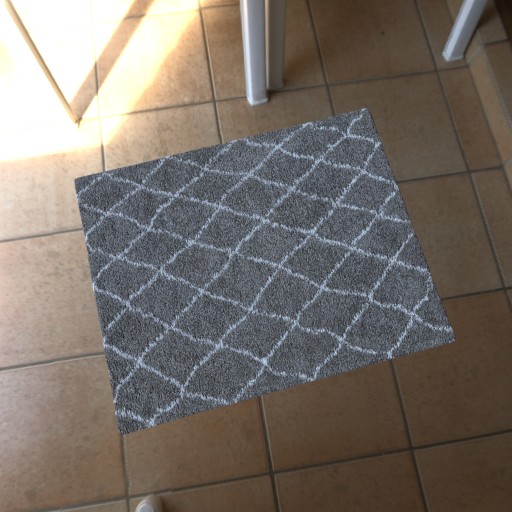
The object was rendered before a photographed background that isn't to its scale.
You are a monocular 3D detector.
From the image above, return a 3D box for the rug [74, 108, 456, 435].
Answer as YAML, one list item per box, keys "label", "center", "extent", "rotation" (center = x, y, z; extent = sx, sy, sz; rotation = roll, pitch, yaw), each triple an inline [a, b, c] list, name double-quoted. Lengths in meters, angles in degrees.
- label: "rug"
  center: [0.000, 0.000, 4.147]
  extent: [3.047, 0.029, 2.438]
  rotation: [-15, 76, -4]
